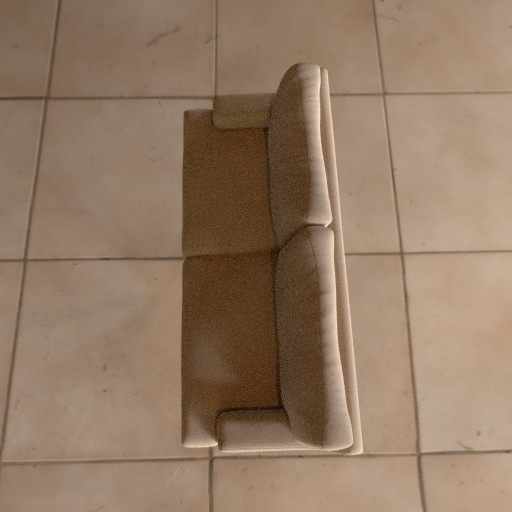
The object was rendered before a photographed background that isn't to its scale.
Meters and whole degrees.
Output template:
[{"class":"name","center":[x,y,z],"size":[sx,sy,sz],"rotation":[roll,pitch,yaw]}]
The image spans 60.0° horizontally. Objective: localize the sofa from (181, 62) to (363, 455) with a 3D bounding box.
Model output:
[{"class":"sofa","center":[0.000,0.000,2.630],"size":[0.929,0.925,2.147],"rotation":[-2,75,-1]}]
